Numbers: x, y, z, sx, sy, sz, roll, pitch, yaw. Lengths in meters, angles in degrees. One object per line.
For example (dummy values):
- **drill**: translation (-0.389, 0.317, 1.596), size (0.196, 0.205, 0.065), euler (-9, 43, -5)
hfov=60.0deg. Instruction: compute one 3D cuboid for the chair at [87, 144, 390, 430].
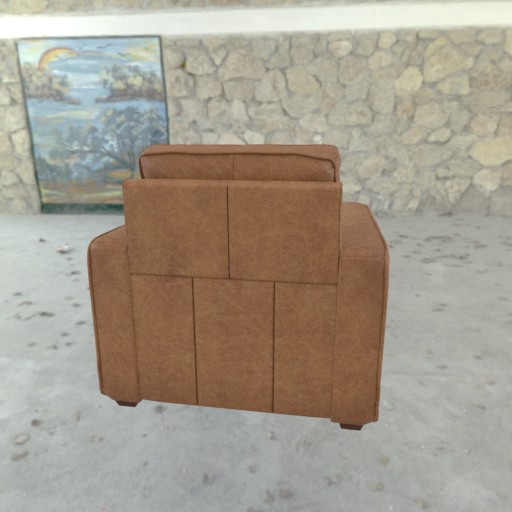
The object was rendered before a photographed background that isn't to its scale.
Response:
- **chair**: translation (0.000, 0.000, 1.813), size (0.987, 0.901, 1.027), euler (2, 16, 6)
